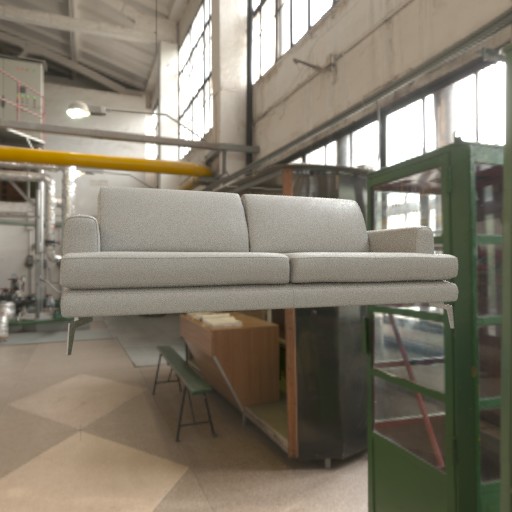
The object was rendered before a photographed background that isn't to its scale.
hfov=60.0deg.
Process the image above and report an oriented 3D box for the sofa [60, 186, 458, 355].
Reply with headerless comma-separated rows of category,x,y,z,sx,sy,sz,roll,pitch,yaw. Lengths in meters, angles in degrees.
sofa,0.000,0.000,2.442,1.940,0.765,0.974,0,-1,-21
